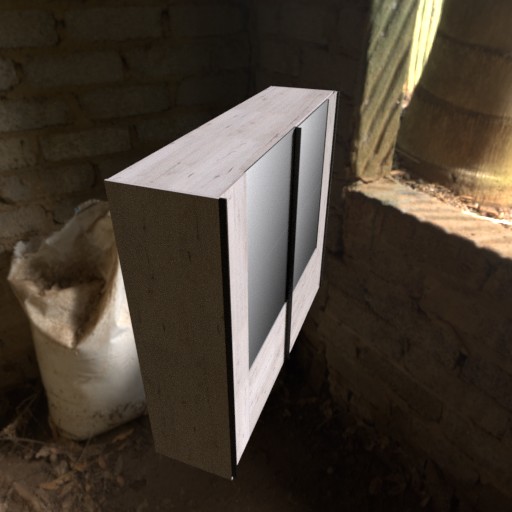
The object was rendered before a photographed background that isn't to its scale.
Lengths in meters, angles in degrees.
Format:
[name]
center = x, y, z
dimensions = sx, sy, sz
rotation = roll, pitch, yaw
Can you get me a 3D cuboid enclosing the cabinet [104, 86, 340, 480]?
[cabinet]
center = 0.000, 0.000, 3.662
dimensions = 0.660, 2.180, 2.500
rotation = 11, 33, 18
